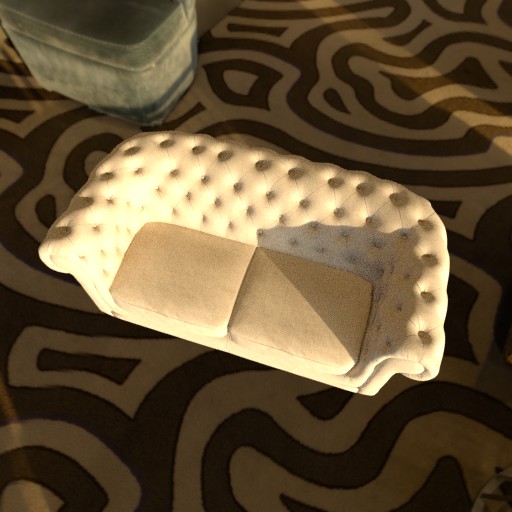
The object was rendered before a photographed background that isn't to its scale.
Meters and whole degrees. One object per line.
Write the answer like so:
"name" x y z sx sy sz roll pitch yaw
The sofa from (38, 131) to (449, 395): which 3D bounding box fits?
"sofa" 0.000 0.000 2.555 1.988 0.835 1.069 15 60 9
